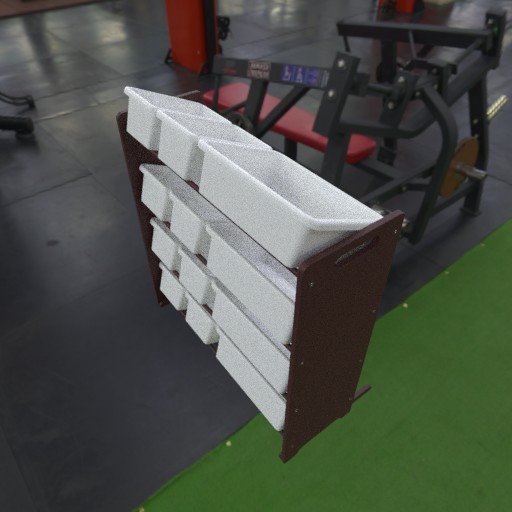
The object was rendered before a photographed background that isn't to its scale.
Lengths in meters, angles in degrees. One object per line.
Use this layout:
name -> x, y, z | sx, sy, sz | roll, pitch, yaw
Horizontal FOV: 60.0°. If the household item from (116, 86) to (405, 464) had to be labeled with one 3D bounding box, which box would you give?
household item -> 0.000, 0.000, 1.322 | 0.389, 0.864, 0.787 | -27, 49, -27
